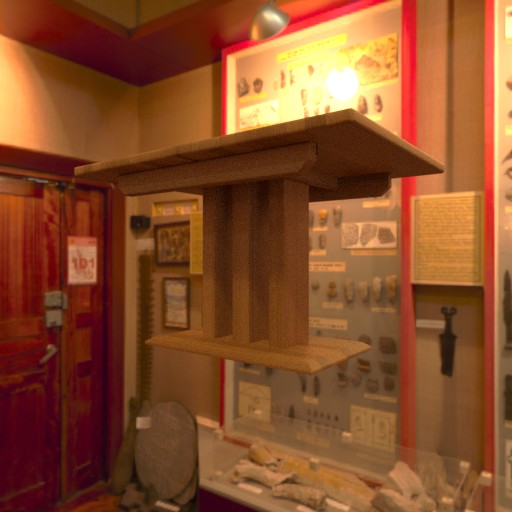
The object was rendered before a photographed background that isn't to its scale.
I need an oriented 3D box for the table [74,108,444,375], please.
[{"bbox_3d":[0.000,0.000,1.886,1.300,0.770,0.900,0,0,37],"label":"table"}]
